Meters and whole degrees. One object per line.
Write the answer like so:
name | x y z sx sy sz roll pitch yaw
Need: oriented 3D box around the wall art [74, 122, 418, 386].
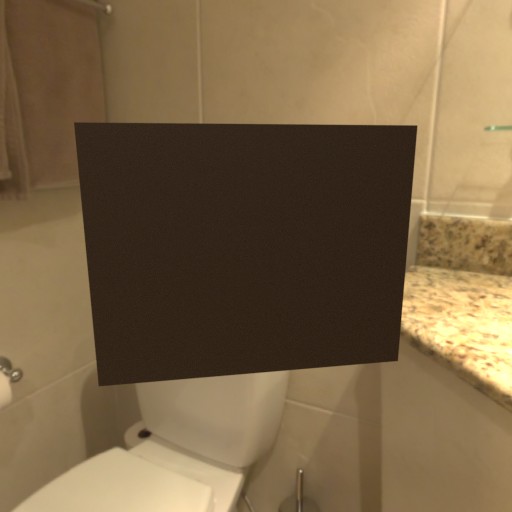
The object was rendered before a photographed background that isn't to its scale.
wall art | 0.000 0.000 1.669 1.207 0.952 0.034 -2 14 -9
